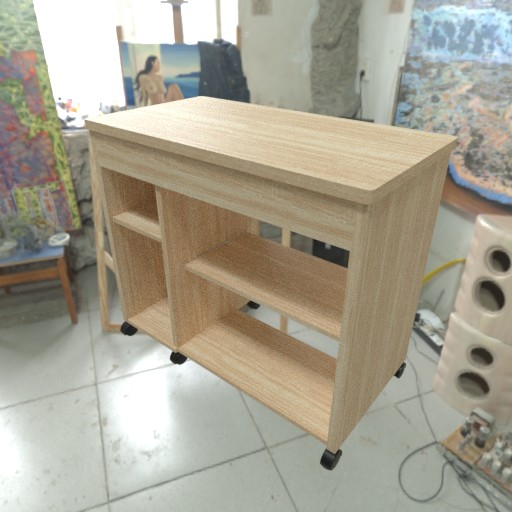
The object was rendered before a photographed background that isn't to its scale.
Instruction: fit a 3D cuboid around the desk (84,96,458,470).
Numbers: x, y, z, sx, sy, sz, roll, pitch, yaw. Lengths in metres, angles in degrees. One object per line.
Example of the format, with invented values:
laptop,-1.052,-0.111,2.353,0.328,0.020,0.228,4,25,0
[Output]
desk,0.000,0.000,1.345,0.884,0.770,0.480,22,36,33
